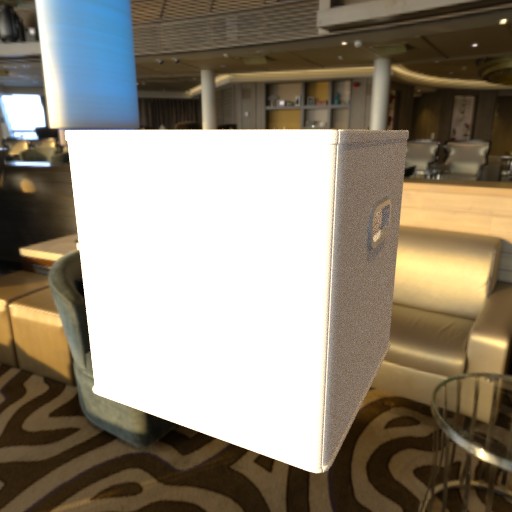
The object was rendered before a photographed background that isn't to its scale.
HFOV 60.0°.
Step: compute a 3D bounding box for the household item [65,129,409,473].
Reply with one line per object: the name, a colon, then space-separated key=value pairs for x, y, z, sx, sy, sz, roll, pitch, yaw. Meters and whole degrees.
household item: x=0.000 y=0.000 z=0.559 sx=0.305 sy=0.305 sz=0.305 roll=8 pitch=18 yaw=26
